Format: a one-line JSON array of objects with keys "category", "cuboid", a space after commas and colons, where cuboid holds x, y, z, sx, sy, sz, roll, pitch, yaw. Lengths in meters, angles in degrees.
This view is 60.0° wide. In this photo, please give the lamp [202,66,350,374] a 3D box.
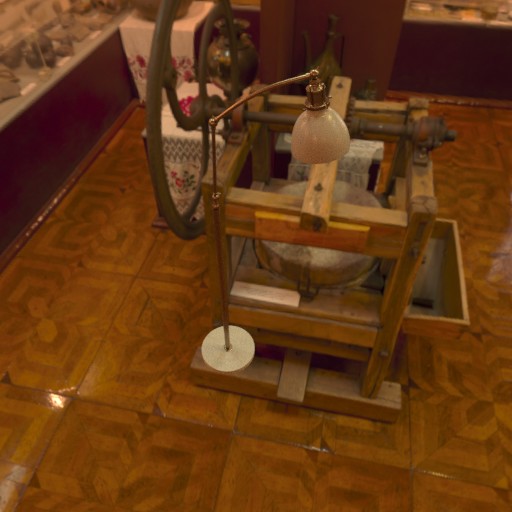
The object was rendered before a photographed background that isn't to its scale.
[{"category": "lamp", "cuboid": [0.000, 0.000, 1.828, 0.599, 1.586, 0.288, 10, 47, 9]}]
